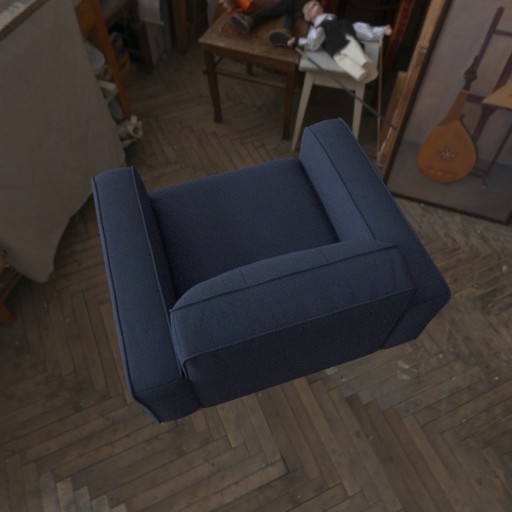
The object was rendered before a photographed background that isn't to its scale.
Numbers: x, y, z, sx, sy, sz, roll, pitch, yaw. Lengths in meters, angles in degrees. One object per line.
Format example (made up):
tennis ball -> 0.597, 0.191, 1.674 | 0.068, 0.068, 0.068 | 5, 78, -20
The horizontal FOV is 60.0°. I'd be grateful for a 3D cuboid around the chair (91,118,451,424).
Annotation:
chair -> 0.000, 0.000, 1.772 | 1.118, 0.783, 0.953 | -16, 60, -9
